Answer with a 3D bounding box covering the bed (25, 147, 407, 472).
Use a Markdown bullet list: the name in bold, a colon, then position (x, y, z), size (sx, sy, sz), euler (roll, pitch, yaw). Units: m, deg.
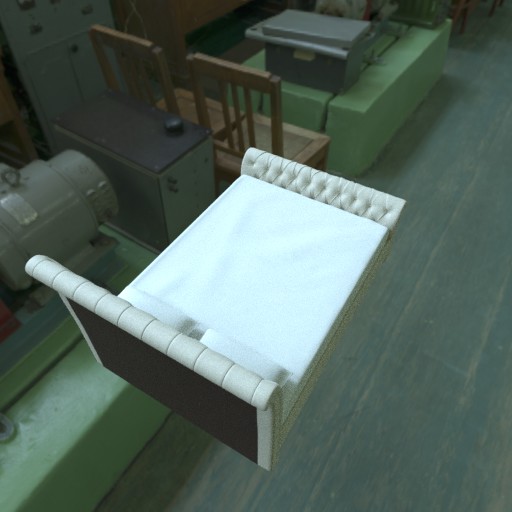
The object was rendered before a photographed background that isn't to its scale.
- **bed**: position (0.000, 0.000, 3.414), size (1.606, 1.268, 2.493), euler (24, 52, 21)
